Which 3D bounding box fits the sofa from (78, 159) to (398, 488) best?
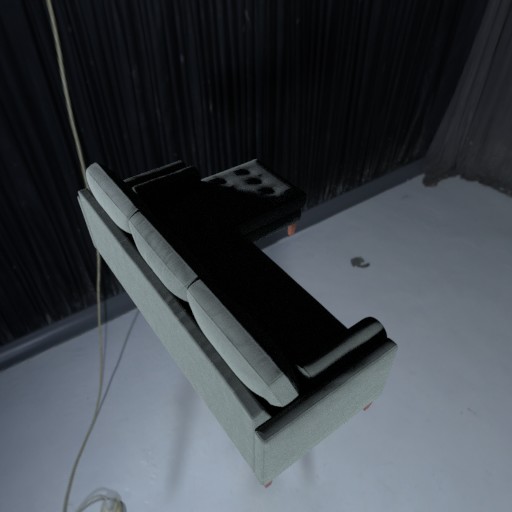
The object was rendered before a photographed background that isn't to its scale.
[{"bbox_3d":[0.000,0.000,2.875,1.506,0.876,2.178,-26,49,-26],"label":"sofa"}]
